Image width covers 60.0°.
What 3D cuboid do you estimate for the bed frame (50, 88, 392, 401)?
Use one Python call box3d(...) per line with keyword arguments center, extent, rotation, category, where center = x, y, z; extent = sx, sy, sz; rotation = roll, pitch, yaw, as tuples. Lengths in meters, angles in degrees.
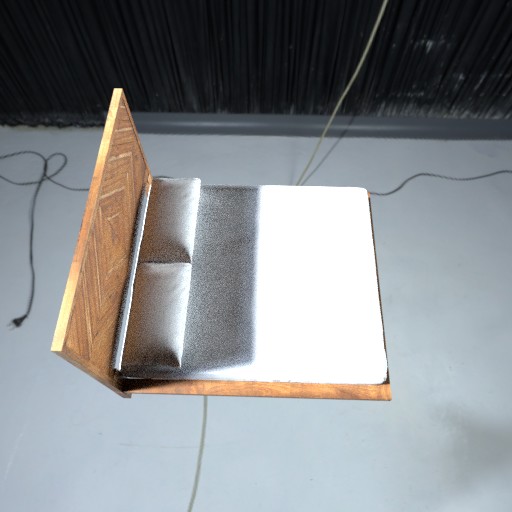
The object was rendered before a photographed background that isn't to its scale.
box3d(center=(0.000, 0.000, 3.600), extent=(2.235, 1.537, 2.038), rotation=(1, 63, 1), category="bed frame")
